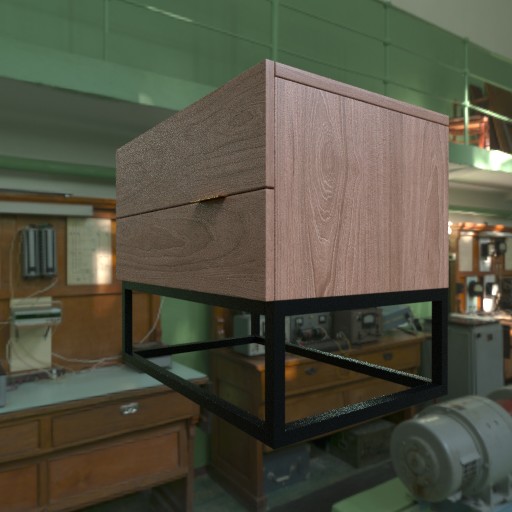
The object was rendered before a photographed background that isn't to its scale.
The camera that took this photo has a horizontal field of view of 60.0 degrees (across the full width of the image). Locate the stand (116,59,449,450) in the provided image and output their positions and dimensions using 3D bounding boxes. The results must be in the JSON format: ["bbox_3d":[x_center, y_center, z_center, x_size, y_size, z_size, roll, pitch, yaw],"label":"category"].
[{"bbox_3d":[0.000,0.000,0.916,0.420,0.500,0.600,0,0,-35],"label":"stand"}]
